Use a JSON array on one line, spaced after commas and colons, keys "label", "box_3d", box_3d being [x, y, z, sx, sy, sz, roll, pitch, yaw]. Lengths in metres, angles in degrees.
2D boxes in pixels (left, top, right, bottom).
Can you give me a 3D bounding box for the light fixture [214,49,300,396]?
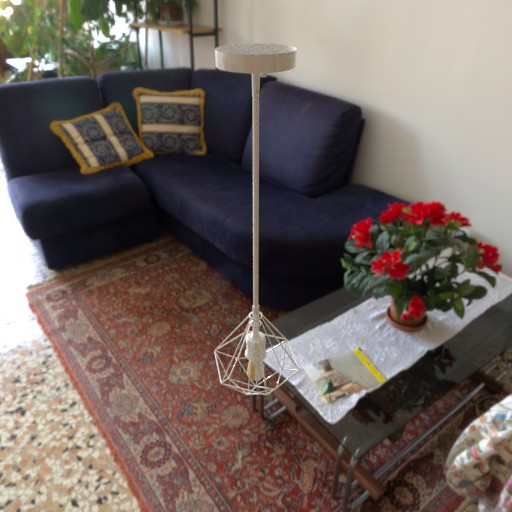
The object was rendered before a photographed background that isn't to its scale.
[{"label": "light fixture", "box_3d": [0.000, 0.000, 2.066, 0.487, 1.764, 0.431, 9, 33, 15]}]
